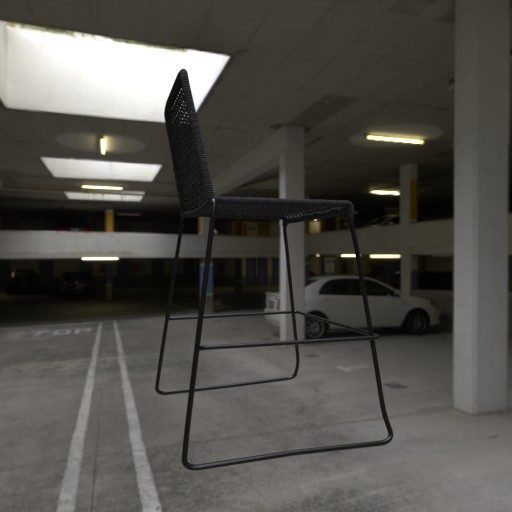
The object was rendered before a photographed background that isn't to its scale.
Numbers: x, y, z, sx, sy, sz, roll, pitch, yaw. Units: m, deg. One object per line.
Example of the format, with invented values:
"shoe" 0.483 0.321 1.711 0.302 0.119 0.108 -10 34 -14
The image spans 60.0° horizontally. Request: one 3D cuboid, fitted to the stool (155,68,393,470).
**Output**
"stool" 0.000 0.000 1.260 0.509 0.905 0.590 0 0 -19
